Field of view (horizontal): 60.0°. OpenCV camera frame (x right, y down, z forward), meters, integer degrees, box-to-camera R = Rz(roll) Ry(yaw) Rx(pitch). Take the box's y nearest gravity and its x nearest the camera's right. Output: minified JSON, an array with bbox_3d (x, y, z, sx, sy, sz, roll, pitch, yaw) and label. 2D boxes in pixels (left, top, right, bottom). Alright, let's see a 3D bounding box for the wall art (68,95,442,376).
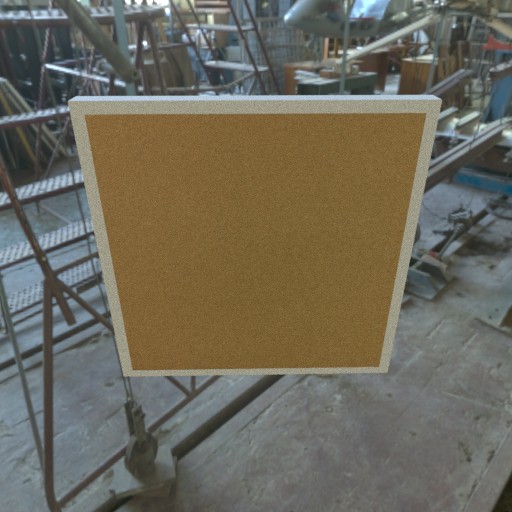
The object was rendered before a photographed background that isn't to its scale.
[{"bbox_3d":[0.000,0.000,0.742,0.508,0.507,0.035,-1,30,-1],"label":"wall art"}]
